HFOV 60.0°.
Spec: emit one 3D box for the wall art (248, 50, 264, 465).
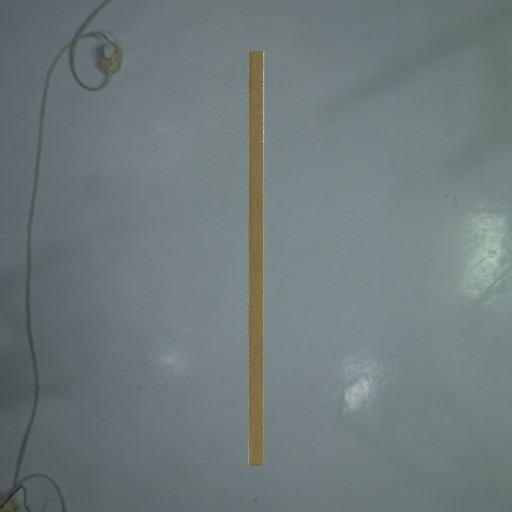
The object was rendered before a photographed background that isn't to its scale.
[{"bbox_3d":[0.000,0.000,1.354,0.030,1.002,0.798,0,91,0],"label":"wall art"}]
